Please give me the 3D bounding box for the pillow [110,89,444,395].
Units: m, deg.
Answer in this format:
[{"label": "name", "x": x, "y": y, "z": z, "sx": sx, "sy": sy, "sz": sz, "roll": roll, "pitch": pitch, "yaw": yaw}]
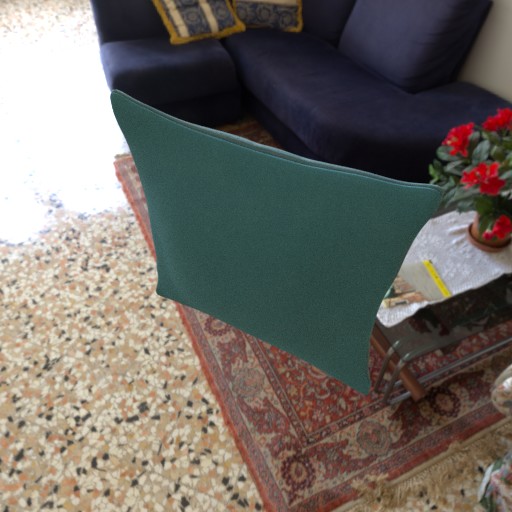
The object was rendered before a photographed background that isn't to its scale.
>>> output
[{"label": "pillow", "x": 0.000, "y": 0.000, "z": 0.654, "sx": 0.433, "sy": 0.415, "sz": 0.151, "roll": 22, "pitch": 50, "yaw": 20}]
